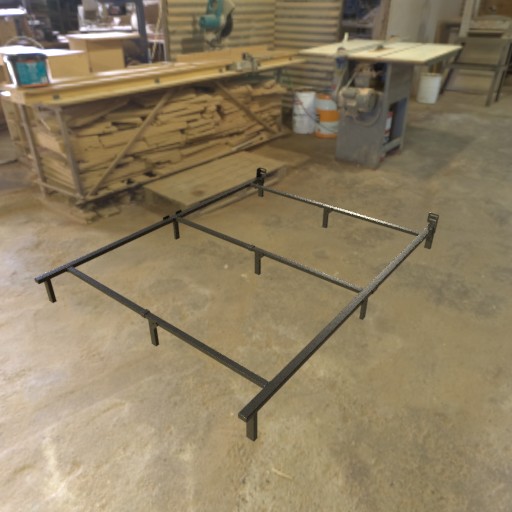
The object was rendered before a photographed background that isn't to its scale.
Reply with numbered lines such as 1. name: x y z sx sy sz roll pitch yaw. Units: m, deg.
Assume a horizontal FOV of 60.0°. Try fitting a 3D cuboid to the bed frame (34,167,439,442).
1. bed frame: 0.000 0.000 2.695 1.498 0.248 1.990 22 37 32
